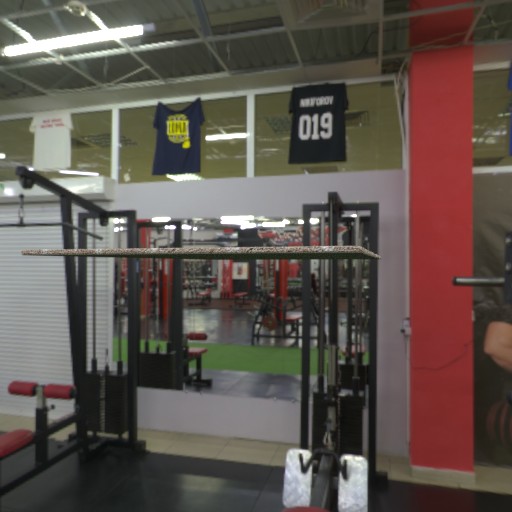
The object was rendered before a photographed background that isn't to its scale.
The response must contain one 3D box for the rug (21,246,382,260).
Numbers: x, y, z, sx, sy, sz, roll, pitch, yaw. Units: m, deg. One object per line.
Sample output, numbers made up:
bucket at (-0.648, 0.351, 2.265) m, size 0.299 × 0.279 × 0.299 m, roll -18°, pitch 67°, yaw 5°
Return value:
rug at (0.000, 0.000, 3.398) m, size 1.778 × 0.030 × 2.743 m, roll 0°, pitch -1°, yaw 17°
